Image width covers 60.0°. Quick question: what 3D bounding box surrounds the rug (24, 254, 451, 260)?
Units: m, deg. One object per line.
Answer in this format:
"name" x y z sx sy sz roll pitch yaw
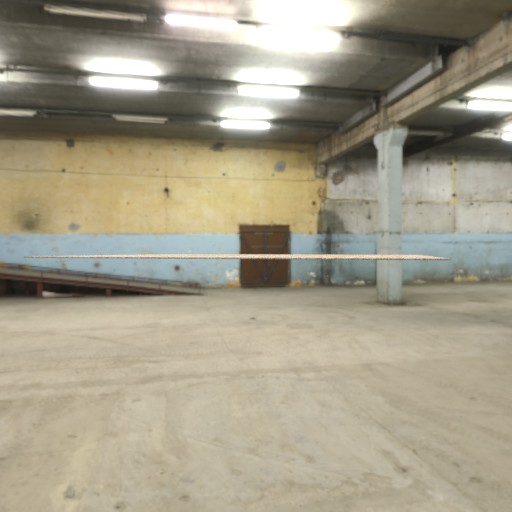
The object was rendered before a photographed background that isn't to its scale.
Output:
"rug" 0.000 0.000 3.942 2.939 0.009 2.313 0 1 17
